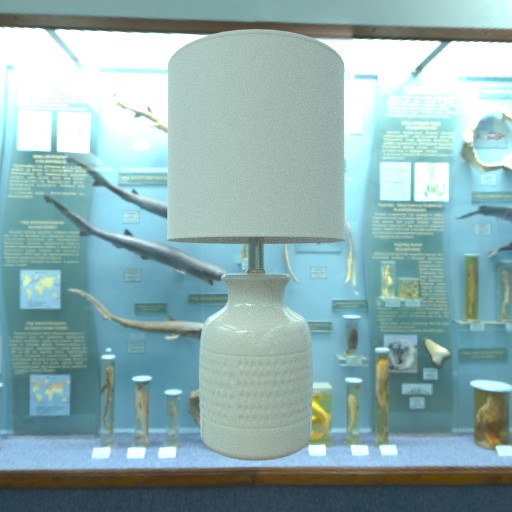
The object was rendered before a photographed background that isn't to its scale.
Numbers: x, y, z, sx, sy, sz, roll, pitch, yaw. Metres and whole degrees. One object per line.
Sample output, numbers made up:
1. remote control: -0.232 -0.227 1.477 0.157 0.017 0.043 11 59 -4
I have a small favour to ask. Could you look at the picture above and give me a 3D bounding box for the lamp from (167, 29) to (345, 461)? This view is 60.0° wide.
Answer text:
1. lamp: 0.000 0.000 0.477 0.188 0.392 0.188 0 0 0
